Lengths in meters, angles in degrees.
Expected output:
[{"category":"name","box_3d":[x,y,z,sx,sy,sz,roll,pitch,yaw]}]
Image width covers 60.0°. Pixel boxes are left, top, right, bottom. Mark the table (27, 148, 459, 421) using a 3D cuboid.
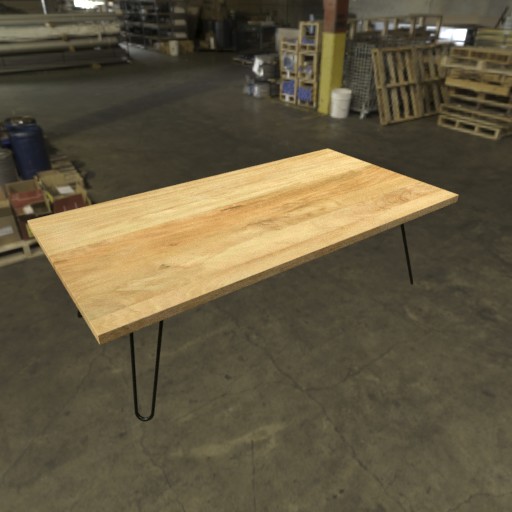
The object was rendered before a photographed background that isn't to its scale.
[{"category":"table","box_3d":[0.000,0.000,1.650,1.348,0.400,0.699,-20,36,-30]}]
